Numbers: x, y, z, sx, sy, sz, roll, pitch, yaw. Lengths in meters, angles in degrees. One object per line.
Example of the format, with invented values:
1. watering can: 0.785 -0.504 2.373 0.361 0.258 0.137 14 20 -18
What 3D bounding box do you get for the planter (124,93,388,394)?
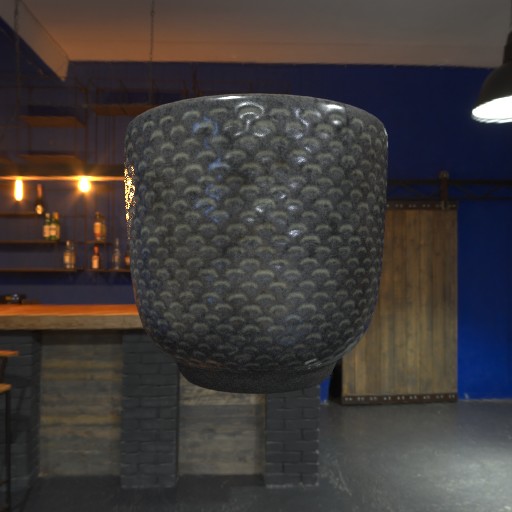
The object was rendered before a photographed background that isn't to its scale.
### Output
1. planter: 0.000 0.000 0.244 0.140 0.129 0.140 0 0 0
